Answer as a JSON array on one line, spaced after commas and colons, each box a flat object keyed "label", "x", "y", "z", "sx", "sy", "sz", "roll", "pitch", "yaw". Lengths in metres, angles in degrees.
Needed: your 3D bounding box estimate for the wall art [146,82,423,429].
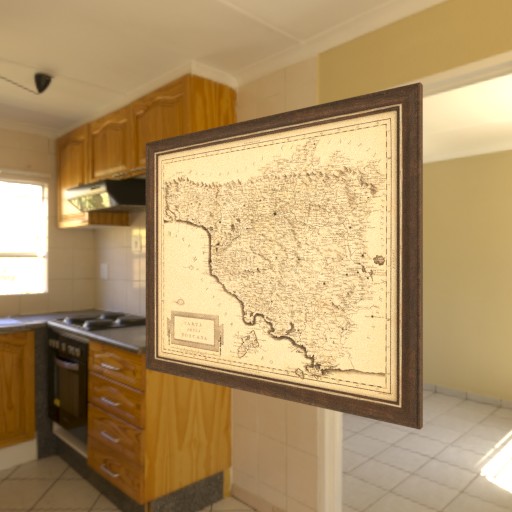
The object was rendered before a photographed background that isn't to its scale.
[{"label": "wall art", "x": 0.000, "y": 0.000, "z": 1.425, "sx": 1.033, "sy": 0.875, "sz": 0.023, "roll": 0, "pitch": 0, "yaw": 35}]
